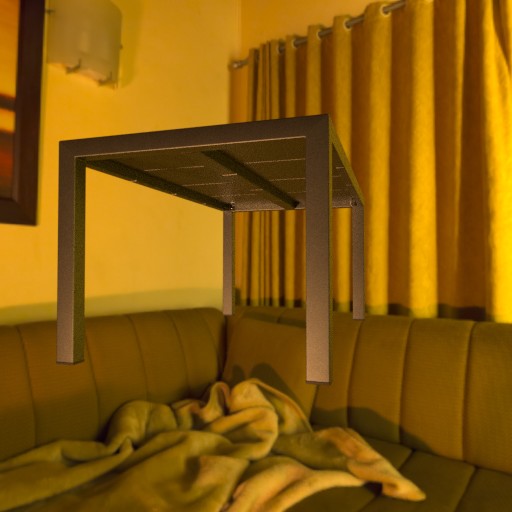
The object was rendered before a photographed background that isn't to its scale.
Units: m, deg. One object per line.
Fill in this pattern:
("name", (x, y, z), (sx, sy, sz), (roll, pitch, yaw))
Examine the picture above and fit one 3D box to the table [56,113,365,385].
("table", (0.000, 0.000, 1.288), (0.559, 0.460, 0.965), (0, -1, 17))
